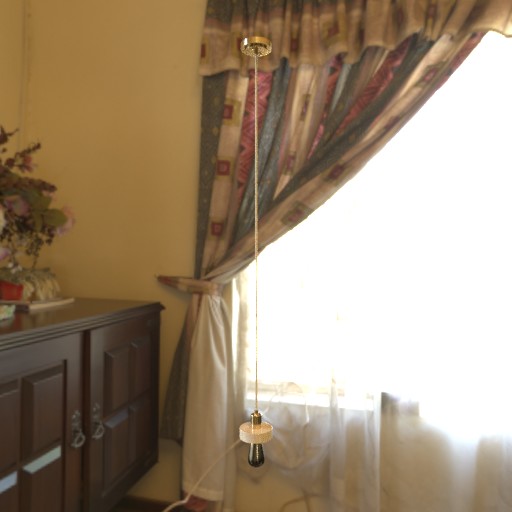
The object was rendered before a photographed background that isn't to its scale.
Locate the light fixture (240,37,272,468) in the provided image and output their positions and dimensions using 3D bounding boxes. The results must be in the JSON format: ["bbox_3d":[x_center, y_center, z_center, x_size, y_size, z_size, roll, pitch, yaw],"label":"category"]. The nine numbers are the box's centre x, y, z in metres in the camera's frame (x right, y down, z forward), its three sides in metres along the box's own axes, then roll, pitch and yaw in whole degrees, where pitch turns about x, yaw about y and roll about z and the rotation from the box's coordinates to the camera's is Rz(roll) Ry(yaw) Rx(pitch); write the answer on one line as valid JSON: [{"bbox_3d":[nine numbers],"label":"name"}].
[{"bbox_3d":[0.000,0.000,1.746,0.129,1.669,0.129,0,0,0],"label":"light fixture"}]
